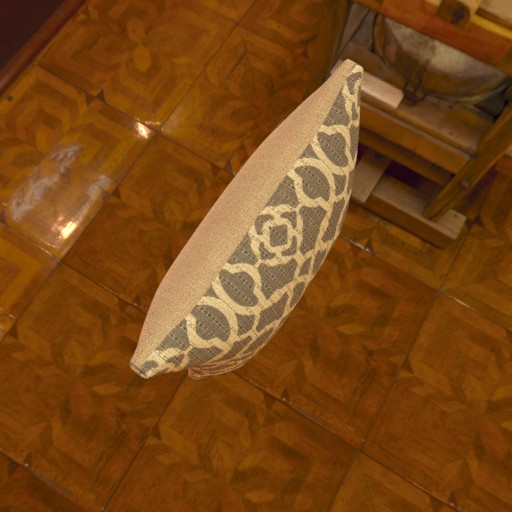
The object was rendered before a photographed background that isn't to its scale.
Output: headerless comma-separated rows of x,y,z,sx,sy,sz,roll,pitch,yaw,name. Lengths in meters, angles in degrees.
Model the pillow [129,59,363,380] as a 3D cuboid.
0.000,0.000,0.796,0.215,0.498,0.508,32,77,8,pillow
